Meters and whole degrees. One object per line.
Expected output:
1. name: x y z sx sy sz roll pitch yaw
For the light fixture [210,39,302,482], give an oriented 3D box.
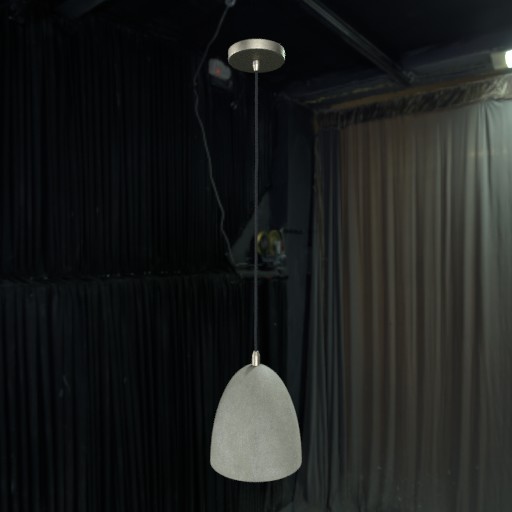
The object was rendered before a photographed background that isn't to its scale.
1. light fixture: 0.000 0.000 0.829 0.170 0.759 0.170 0 0 37
